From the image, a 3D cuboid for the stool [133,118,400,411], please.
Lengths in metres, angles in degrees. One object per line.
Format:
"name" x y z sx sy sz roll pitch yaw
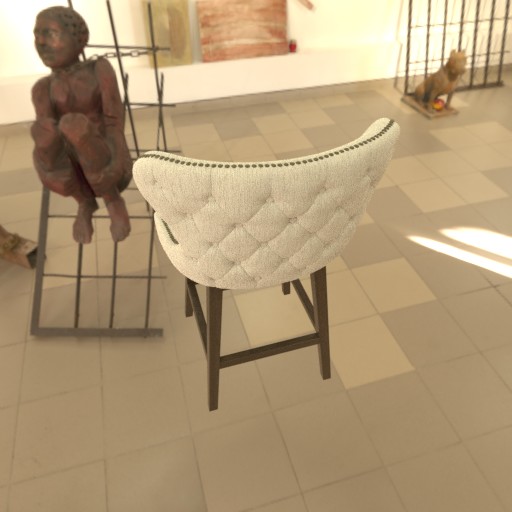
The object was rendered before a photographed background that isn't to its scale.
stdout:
"stool" 0.000 0.000 1.364 0.615 0.972 0.597 -11 43 -12
